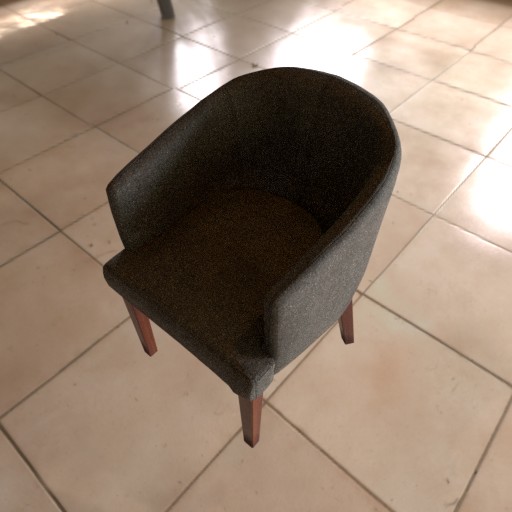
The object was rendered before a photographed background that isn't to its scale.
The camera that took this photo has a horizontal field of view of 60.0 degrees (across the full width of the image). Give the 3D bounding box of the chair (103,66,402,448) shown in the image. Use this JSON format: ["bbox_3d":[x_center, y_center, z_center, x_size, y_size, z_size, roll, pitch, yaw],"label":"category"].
[{"bbox_3d":[0.000,0.000,1.236,0.583,0.811,0.655,32,55,26],"label":"chair"}]
